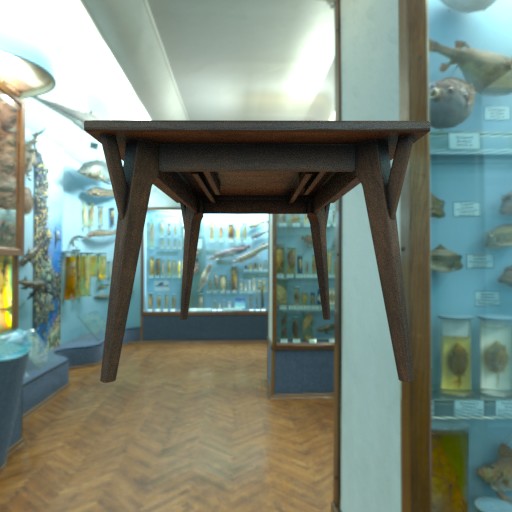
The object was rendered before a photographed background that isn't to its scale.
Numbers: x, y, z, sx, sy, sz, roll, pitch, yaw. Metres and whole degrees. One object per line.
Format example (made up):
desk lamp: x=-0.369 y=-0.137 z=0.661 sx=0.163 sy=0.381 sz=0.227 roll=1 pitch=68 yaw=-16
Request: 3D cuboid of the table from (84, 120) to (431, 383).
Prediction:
table: x=0.000 y=0.000 z=2.022 sx=0.990 sy=0.761 sz=1.524 roll=0 pitch=-1 yaw=0
